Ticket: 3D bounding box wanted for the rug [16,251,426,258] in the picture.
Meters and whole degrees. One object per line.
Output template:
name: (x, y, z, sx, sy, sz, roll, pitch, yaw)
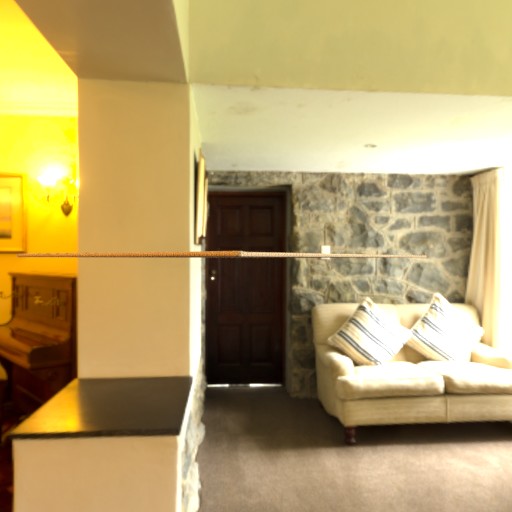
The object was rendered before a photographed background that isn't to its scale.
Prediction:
rug: (0.000, 0.000, 2.283, 1.225, 0.015, 1.840, 0, 0, 36)
